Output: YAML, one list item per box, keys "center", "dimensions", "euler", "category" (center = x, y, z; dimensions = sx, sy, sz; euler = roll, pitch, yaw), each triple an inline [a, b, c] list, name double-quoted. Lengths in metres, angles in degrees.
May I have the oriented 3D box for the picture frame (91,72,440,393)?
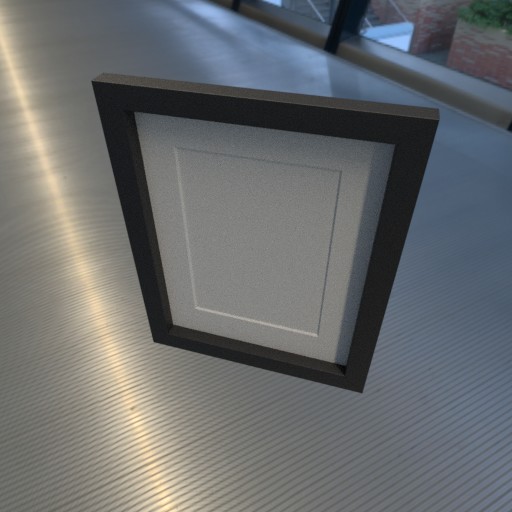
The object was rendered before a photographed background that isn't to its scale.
- center: [0.000, 0.000, 0.514]
  dimensions: [0.307, 0.383, 0.036]
  euler: [11, 42, 12]
  category: "picture frame"
